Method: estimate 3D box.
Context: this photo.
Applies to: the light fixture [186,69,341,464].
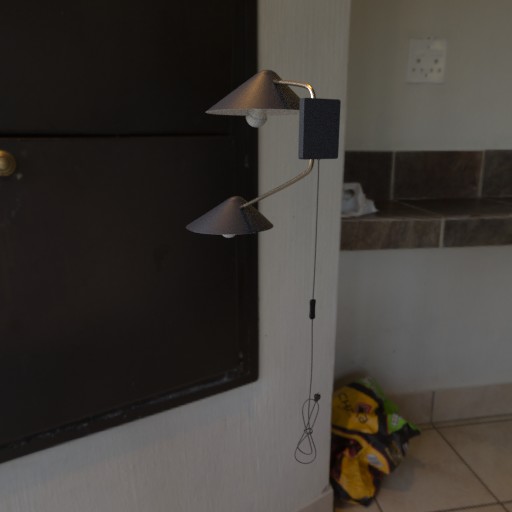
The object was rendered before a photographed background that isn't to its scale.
[{"bbox_3d":[0.000,0.000,0.863,0.189,0.665,0.422,-8,16,-27],"label":"light fixture"}]
